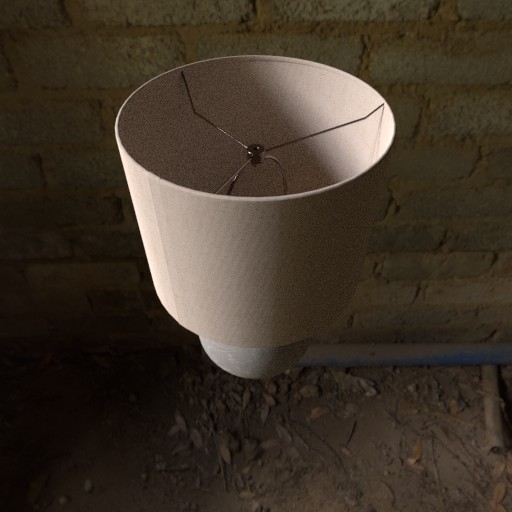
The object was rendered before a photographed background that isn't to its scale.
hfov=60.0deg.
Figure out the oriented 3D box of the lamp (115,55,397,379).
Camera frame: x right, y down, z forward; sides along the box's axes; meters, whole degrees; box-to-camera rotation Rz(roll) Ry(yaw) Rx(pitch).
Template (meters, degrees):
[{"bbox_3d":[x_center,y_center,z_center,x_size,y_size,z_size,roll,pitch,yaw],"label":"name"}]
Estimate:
[{"bbox_3d":[0.000,0.000,0.580,0.269,0.409,0.269,-31,54,-26],"label":"lamp"}]
